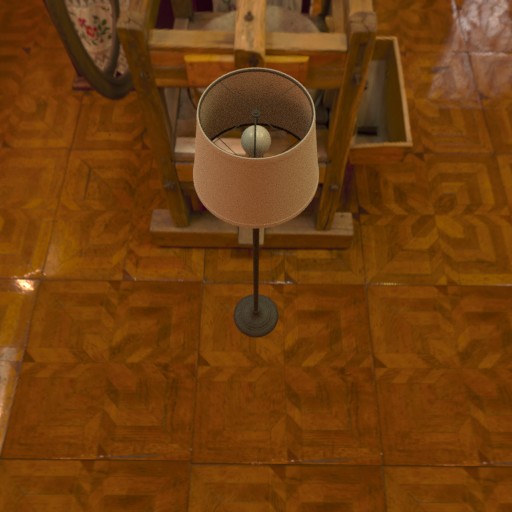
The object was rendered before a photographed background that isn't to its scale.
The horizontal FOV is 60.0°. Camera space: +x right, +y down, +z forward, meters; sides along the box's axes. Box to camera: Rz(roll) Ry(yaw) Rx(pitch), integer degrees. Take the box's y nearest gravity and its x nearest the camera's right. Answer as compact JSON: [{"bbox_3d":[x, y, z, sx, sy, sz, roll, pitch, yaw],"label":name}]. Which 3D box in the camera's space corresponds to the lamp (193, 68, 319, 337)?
[{"bbox_3d":[0.000,0.000,1.635,0.327,1.506,0.327,3,66,1],"label":"lamp"}]
